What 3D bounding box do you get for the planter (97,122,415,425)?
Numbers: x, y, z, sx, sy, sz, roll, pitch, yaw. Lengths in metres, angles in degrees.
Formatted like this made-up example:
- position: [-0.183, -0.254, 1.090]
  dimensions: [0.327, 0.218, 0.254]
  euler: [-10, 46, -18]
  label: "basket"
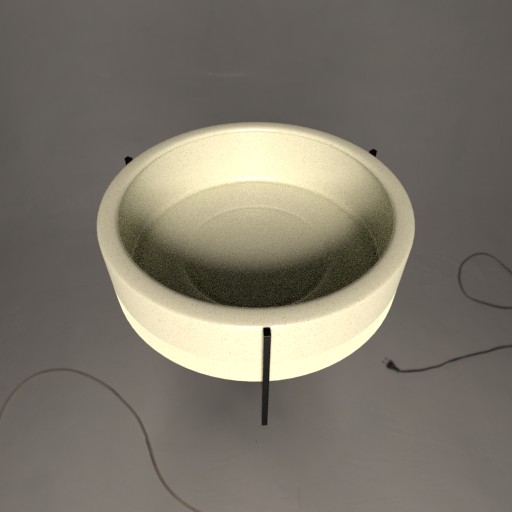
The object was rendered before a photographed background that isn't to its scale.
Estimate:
- position: [0.000, 0.000, 0.536]
  dimensions: [0.336, 0.171, 0.345]
  euler: [-2, 46, -2]
  label: "planter"
